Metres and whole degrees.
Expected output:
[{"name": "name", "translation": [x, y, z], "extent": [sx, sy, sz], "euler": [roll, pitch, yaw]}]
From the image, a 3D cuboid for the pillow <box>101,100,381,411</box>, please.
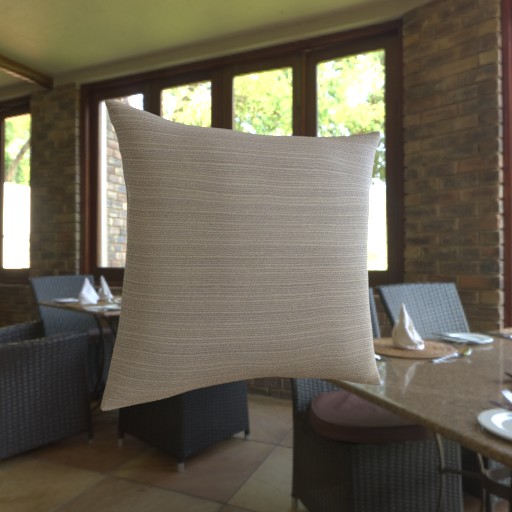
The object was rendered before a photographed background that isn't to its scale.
[{"name": "pillow", "translation": [0.000, 0.000, 0.777], "extent": [0.512, 0.497, 0.204], "euler": [0, -1, -18]}]
